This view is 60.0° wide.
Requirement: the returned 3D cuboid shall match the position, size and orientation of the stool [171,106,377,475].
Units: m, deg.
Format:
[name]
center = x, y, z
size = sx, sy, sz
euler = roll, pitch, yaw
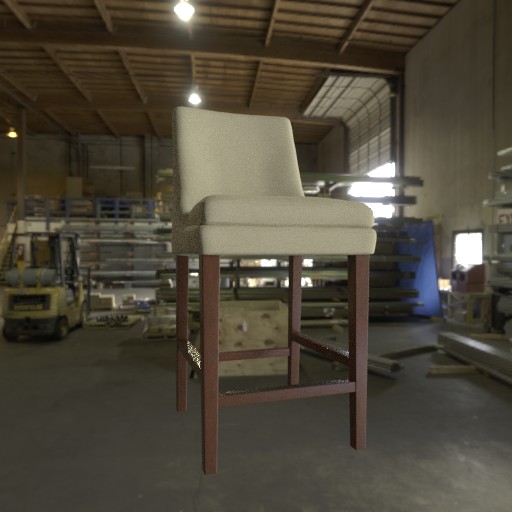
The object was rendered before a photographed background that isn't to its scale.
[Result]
[stool]
center = 0.000, 0.000, 1.301
size = 0.470, 0.981, 0.577
euler = 0, 1, -19
